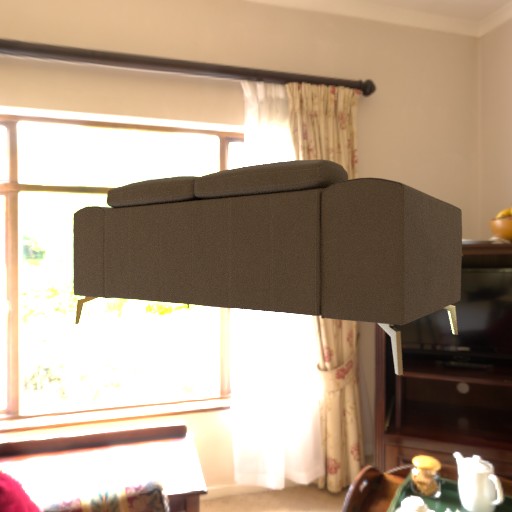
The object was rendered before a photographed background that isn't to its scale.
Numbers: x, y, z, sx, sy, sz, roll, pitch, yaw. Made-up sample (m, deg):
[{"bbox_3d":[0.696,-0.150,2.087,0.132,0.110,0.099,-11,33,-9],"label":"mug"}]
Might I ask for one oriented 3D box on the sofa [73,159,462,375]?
[{"bbox_3d":[0.000,0.000,2.380,1.895,0.779,1.003,0,0,35],"label":"sofa"}]
